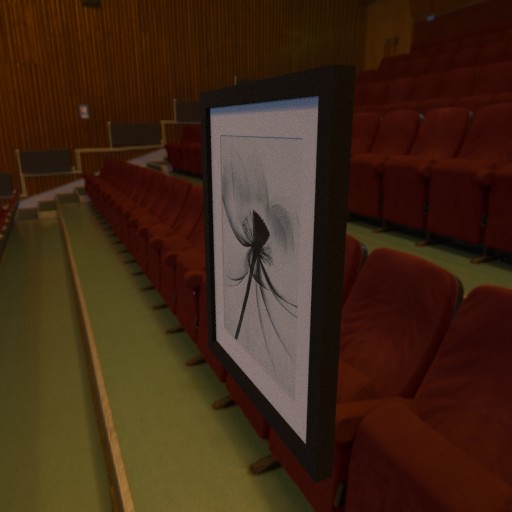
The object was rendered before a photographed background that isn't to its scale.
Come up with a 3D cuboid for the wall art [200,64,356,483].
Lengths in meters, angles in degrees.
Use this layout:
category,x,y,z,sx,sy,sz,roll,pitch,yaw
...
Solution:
category,x,y,z,sx,sy,sz,roll,pitch,yaw
wall art,0.000,0.000,0.765,0.029,0.559,0.457,-8,18,-25
